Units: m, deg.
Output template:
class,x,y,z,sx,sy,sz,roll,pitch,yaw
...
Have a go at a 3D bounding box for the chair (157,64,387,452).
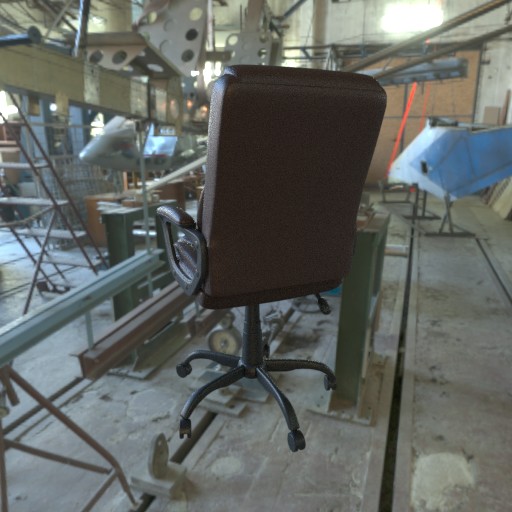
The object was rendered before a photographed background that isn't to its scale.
class,x,y,z,sx,sy,sz,roll,pitch,yaw
chair,0.000,0.000,1.447,0.615,1.072,0.655,-7,16,-25
